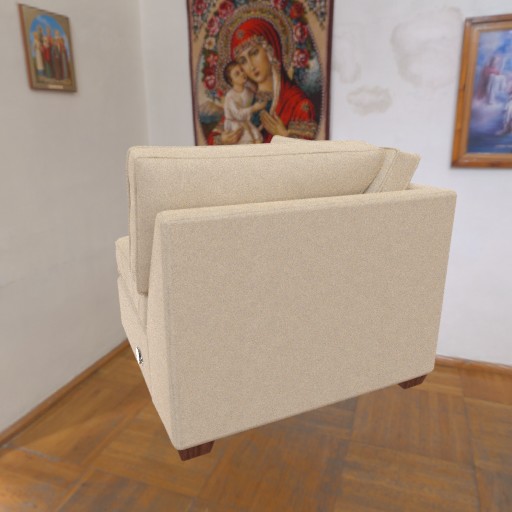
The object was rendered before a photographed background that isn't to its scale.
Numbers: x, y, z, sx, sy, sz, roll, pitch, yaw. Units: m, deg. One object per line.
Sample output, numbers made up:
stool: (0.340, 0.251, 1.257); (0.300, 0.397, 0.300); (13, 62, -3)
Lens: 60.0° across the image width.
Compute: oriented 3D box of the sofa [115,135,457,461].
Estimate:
sofa: (0.000, 0.000, 1.947); (1.146, 1.002, 1.084); (-8, 19, -24)
